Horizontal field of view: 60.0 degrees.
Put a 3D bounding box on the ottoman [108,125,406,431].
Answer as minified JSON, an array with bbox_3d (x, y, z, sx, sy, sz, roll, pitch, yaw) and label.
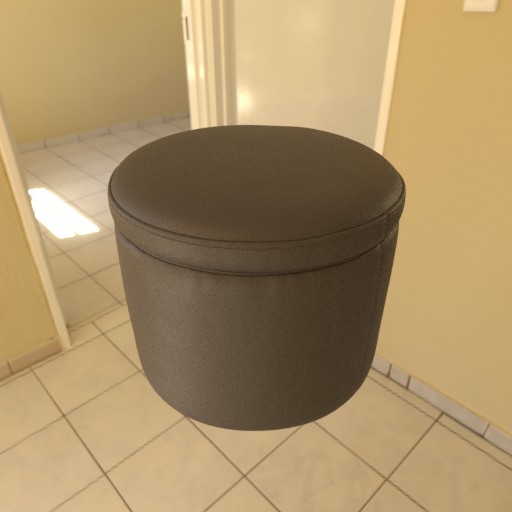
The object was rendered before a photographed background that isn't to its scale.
[{"bbox_3d":[0.000,0.000,0.851,0.500,0.409,0.500,0,32,0],"label":"ottoman"}]
